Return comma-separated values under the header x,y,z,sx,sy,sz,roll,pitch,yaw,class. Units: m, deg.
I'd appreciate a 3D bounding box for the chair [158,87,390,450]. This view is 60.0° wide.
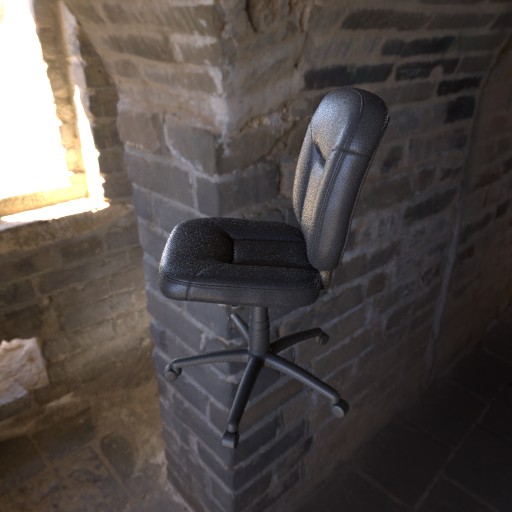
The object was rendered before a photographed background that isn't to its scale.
x,y,z,sx,sy,sz,roll,pitch,yaw,class
0.000,0.000,1.363,0.646,0.959,0.647,-1,27,-2,chair
